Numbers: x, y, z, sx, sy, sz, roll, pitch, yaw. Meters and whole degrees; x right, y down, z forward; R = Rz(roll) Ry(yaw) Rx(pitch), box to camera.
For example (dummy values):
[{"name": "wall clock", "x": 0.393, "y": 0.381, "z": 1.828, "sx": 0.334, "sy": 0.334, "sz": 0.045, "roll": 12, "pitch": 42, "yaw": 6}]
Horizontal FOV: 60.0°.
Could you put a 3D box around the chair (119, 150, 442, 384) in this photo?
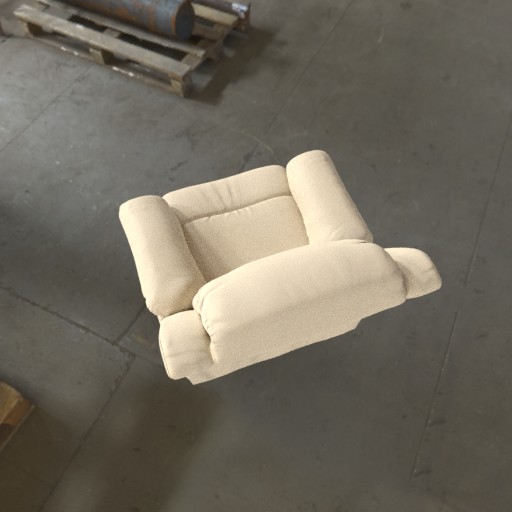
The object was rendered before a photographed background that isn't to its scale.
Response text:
[{"name": "chair", "x": 0.000, "y": 0.000, "z": 1.267, "sx": 0.680, "sy": 0.702, "sz": 0.709, "roll": -17, "pitch": 61, "yaw": -10}]
